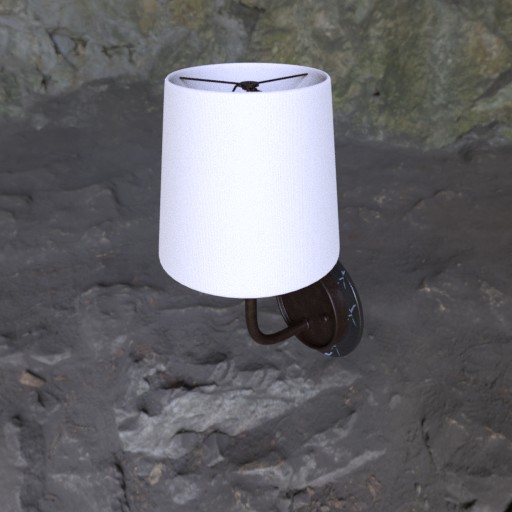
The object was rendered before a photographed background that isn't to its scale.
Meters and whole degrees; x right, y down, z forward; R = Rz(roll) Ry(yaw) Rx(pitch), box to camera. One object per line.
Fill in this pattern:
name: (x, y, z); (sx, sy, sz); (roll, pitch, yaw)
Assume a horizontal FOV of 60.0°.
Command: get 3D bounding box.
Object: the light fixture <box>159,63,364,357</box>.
light fixture: (0.000, 0.000, 0.438); (0.188, 0.337, 0.168); (-21, 37, -30)
